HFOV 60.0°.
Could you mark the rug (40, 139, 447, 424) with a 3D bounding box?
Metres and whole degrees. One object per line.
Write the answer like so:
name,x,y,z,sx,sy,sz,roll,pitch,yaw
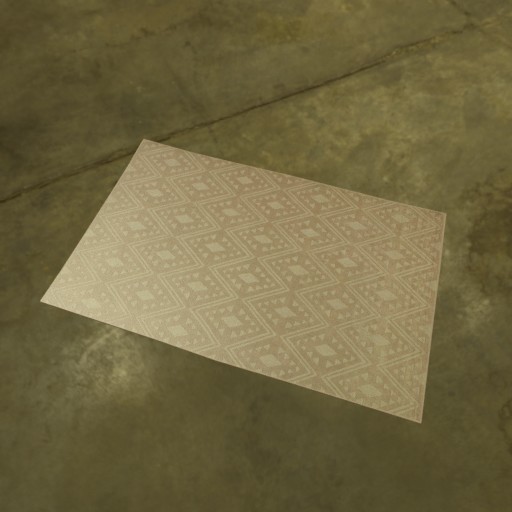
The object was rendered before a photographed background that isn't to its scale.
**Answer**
rug,0.000,0.000,3.047,2.430,0.053,1.553,15,59,9
